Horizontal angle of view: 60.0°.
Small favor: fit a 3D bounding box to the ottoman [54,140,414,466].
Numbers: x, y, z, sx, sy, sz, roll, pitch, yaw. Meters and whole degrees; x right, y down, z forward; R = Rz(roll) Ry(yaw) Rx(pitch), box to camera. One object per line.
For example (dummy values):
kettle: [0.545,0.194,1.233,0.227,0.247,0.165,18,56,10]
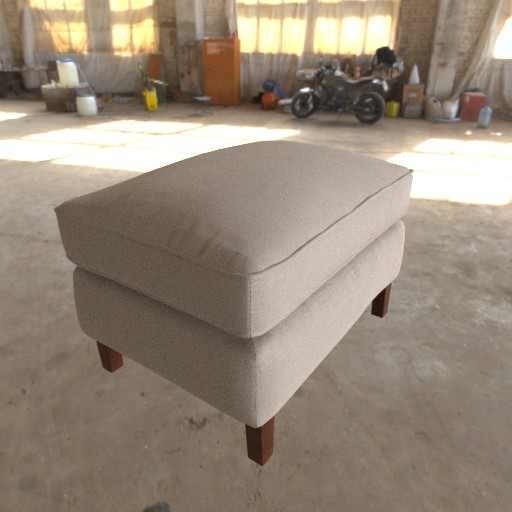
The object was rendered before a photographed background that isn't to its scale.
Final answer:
ottoman: [0.000,0.000,0.991,0.501,0.456,0.665,18,32,32]
